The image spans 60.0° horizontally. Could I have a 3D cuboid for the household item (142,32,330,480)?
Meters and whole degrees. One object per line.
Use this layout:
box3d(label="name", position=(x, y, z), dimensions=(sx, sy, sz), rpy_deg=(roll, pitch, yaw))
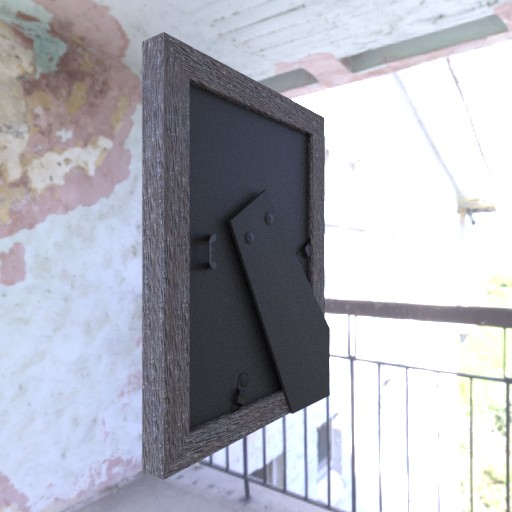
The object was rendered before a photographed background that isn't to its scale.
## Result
box3d(label="household item", position=(0.000, 0.000, 0.275), dimensions=(0.020, 0.210, 0.160), rpy_deg=(0, 0, 37))
